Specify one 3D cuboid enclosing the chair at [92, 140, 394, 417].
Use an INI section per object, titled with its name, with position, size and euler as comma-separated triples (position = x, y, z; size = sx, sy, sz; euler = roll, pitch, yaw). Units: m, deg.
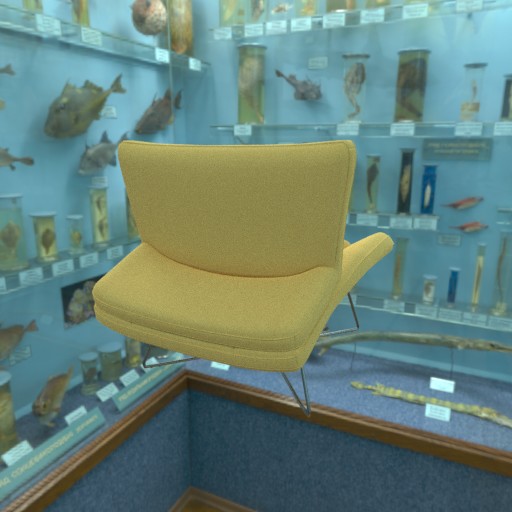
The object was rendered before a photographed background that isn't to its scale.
[chair]
position = 0.000, 0.000, 1.695
size = 0.859, 0.855, 1.008
euler = 7, 16, 27
